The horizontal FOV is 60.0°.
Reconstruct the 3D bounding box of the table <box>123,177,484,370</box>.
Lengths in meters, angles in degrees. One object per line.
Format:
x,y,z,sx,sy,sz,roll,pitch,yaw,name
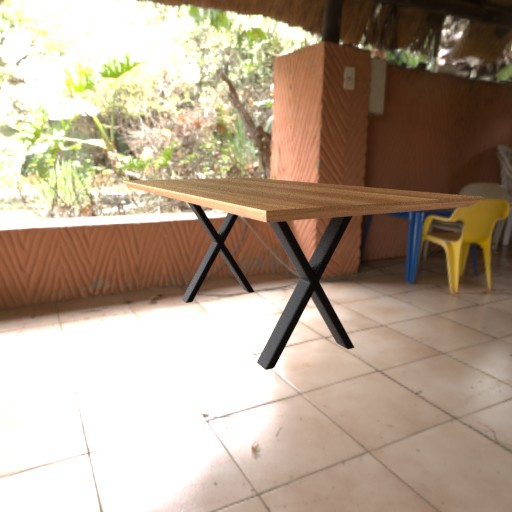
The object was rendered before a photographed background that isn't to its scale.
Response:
0.000,0.000,2.486,1.000,0.770,2.000,-7,14,-27,table
